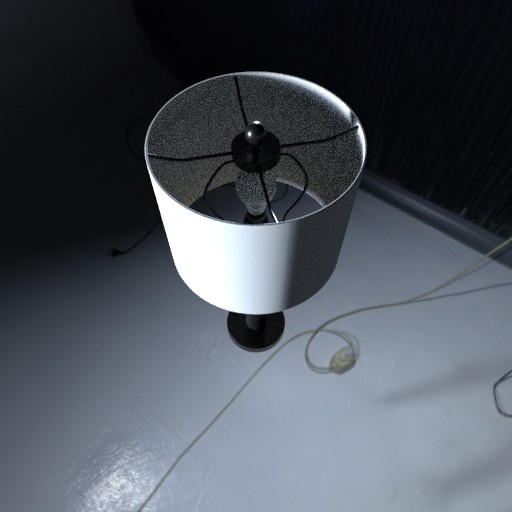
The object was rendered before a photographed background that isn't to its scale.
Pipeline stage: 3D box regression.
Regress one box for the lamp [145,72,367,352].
[{"bbox_3d":[0.000,0.000,0.859,0.305,0.640,0.305,32,62,19],"label":"lamp"}]
